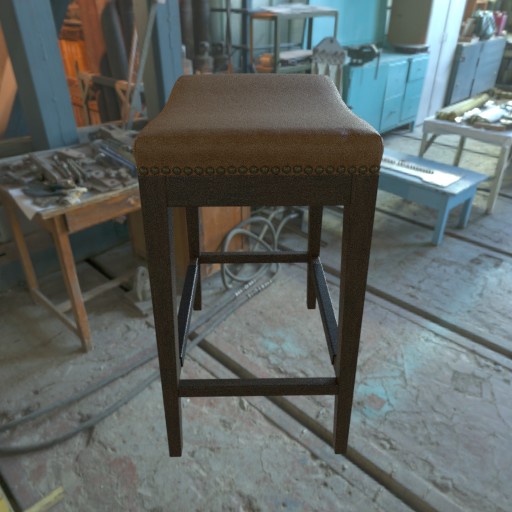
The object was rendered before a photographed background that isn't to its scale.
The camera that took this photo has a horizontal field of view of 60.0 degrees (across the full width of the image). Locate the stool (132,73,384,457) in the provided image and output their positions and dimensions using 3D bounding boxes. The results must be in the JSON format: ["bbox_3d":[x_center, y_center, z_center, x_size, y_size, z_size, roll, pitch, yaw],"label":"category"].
[{"bbox_3d":[0.000,0.000,0.946,0.361,0.660,0.500,-1,32,-1],"label":"stool"}]
